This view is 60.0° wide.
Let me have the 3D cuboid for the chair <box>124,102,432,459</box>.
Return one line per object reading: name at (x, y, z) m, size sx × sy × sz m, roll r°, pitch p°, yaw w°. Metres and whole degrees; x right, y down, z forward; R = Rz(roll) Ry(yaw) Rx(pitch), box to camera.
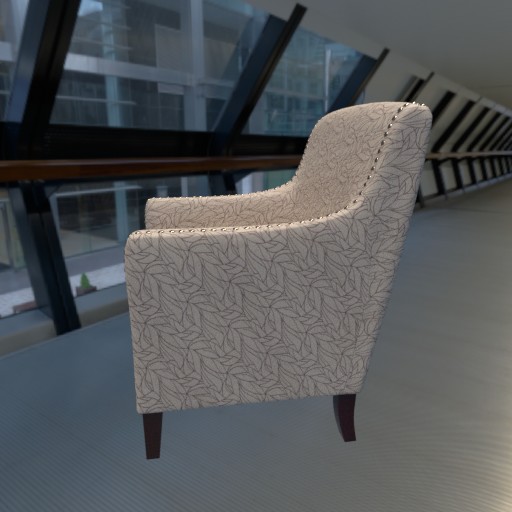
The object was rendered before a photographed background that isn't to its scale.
chair at (0.000, 0.000, 1.256) m, size 0.651 × 0.816 × 0.623 m, roll -2°, pitch 15°, yaw -9°
